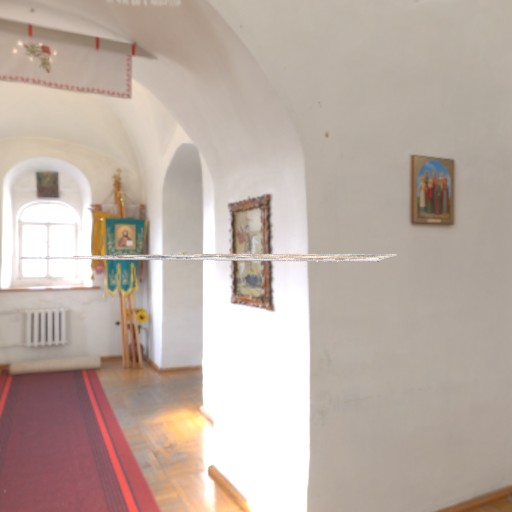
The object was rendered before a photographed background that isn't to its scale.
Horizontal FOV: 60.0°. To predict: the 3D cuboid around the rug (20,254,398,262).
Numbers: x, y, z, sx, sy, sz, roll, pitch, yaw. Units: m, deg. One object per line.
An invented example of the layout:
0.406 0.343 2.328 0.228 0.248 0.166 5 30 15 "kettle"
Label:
0.000 0.000 4.104 2.423 0.014 3.040 0 1 19 "rug"
